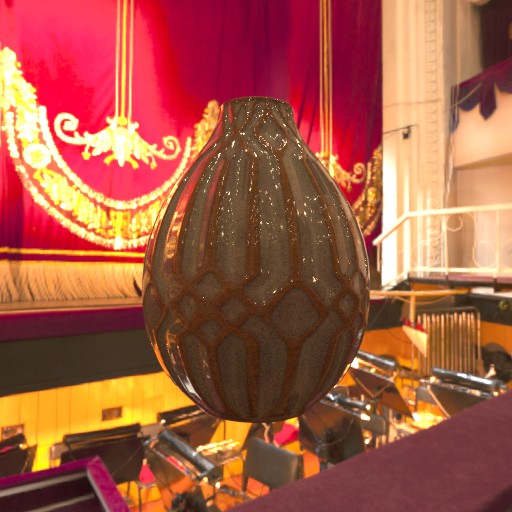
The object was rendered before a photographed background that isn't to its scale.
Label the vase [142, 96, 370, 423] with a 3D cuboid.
[{"bbox_3d":[0.000,0.000,0.263,0.131,0.175,0.131,0,0,0],"label":"vase"}]
